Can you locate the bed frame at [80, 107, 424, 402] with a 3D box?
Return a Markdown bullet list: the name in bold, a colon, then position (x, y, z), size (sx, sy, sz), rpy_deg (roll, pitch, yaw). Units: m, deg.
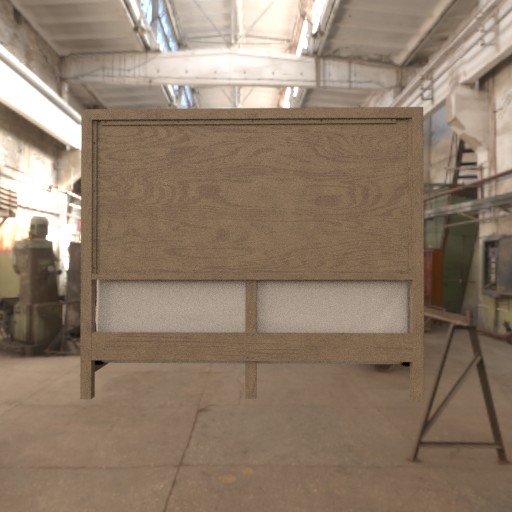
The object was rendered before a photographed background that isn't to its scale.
- **bed frame**: position (0.000, 0.000, 3.169), size (1.606, 1.369, 2.189), rpy_deg (0, -1, 1)
